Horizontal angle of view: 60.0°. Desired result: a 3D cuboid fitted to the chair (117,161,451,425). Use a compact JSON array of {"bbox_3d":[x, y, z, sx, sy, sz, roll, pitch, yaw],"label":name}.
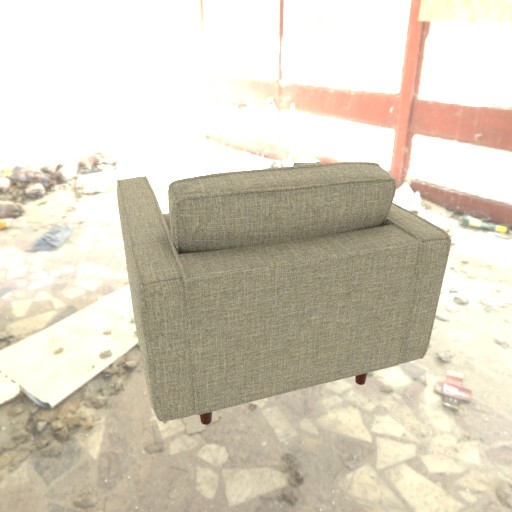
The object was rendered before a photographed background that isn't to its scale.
[{"bbox_3d":[0.000,0.000,1.584,0.889,0.765,0.914,-9,28,-17],"label":"chair"}]
